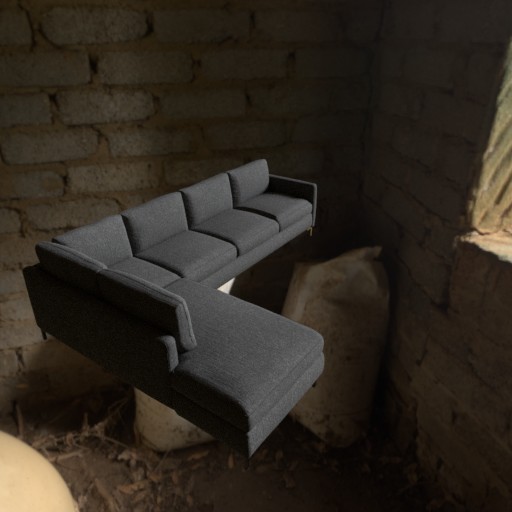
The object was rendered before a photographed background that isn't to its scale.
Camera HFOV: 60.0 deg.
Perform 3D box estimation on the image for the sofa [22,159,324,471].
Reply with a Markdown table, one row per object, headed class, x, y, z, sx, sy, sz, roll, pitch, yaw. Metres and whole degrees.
| class | x | y | z | sx | sy | sz | roll | pitch | yaw |
| --- | --- | --- | --- | --- | --- | --- | --- | --- | --- |
| sofa | 0.000 | 0.000 | 3.728 | 2.007 | 0.815 | 2.949 | 18 | 32 | 31 |
